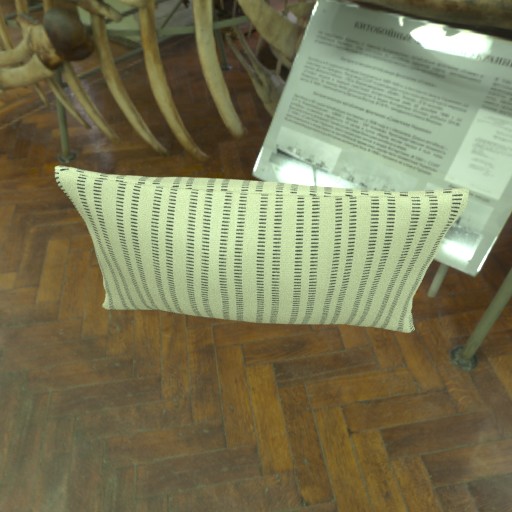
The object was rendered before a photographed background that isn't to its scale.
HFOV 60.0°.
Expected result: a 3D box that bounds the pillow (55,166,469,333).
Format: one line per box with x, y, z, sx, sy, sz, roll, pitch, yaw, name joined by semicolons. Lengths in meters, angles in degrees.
0.000;0.000;0.797;0.640;0.353;0.210;4;47;4;pillow
